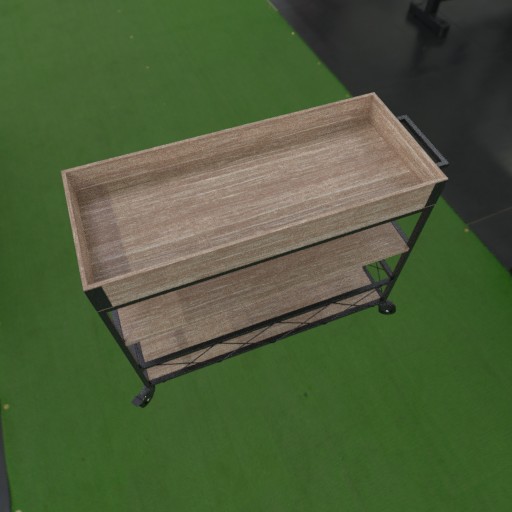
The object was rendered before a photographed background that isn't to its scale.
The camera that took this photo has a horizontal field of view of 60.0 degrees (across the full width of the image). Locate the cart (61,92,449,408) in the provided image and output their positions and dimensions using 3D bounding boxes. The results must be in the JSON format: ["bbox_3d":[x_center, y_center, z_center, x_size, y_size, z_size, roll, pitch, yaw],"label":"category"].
[{"bbox_3d":[0.000,0.000,1.516,1.101,0.787,0.500,-18,58,-12],"label":"cart"}]
